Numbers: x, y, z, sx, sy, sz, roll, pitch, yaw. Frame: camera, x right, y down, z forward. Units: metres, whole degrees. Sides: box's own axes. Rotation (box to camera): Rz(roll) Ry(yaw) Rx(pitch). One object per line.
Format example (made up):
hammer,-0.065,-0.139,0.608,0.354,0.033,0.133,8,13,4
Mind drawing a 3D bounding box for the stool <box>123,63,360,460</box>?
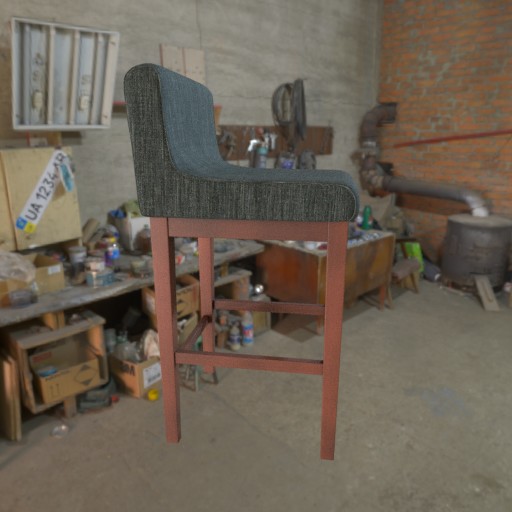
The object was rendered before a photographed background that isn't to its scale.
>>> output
stool,0.000,0.000,1.082,0.459,0.835,0.395,2,15,9
